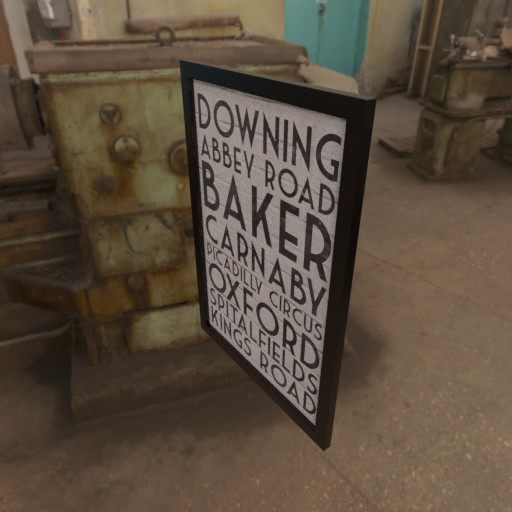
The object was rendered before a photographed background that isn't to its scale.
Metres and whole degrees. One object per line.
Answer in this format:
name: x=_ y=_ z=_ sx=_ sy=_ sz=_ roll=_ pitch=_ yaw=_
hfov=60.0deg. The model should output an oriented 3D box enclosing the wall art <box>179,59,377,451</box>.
wall art: x=0.000 y=0.000 z=0.856 sx=0.019 sy=0.656 sz=0.462 roll=-21 pitch=37 yaw=-31
